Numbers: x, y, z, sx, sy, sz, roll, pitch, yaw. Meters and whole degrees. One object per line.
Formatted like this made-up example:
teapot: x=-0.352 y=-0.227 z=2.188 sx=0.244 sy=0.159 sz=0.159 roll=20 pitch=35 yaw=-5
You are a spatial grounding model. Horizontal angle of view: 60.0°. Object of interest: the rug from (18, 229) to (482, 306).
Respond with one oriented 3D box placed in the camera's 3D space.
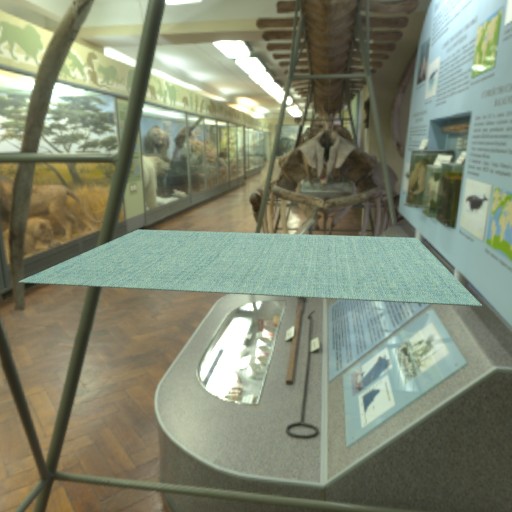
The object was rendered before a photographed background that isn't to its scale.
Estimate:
rug: x=0.000 y=0.000 z=2.881 sx=2.286 sy=0.006 sz=1.522 roll=2 pitch=14 yaw=9
